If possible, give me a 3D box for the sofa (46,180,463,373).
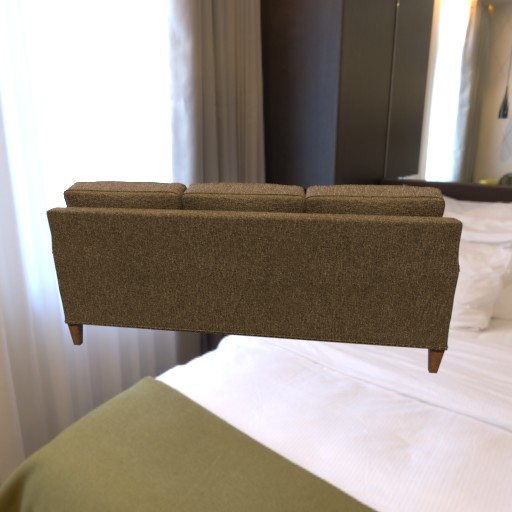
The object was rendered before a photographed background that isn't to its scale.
[{"bbox_3d":[0.000,0.000,2.851,2.246,1.003,1.084,2,16,9],"label":"sofa"}]
